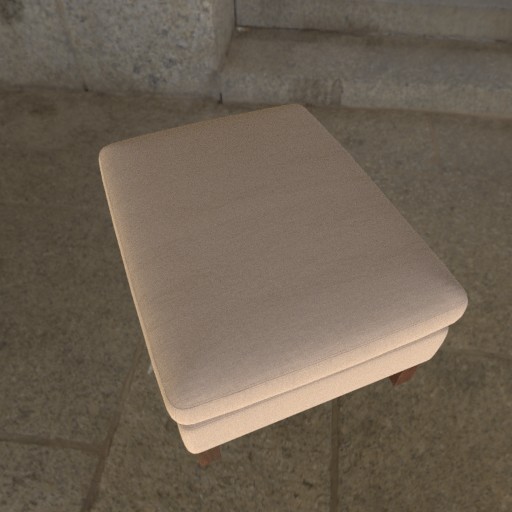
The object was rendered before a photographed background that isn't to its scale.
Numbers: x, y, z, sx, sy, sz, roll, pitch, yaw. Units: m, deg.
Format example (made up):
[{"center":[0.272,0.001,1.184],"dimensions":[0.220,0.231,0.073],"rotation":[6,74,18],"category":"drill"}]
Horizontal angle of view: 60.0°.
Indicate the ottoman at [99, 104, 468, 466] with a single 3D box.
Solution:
[{"center":[0.000,0.000,1.099],"dimensions":[0.606,0.420,0.771],"rotation":[-17,51,-14],"category":"ottoman"}]
